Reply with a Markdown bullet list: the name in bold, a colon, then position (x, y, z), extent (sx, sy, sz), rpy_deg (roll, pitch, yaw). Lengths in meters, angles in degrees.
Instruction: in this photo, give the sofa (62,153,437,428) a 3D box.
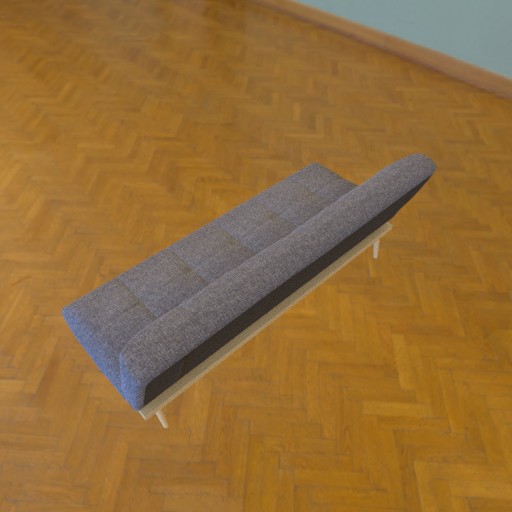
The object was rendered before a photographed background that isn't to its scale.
- **sofa**: position (0.000, 0.000, 2.294), extent (1.820, 0.770, 0.820), rpy_deg (-34, 55, -28)
